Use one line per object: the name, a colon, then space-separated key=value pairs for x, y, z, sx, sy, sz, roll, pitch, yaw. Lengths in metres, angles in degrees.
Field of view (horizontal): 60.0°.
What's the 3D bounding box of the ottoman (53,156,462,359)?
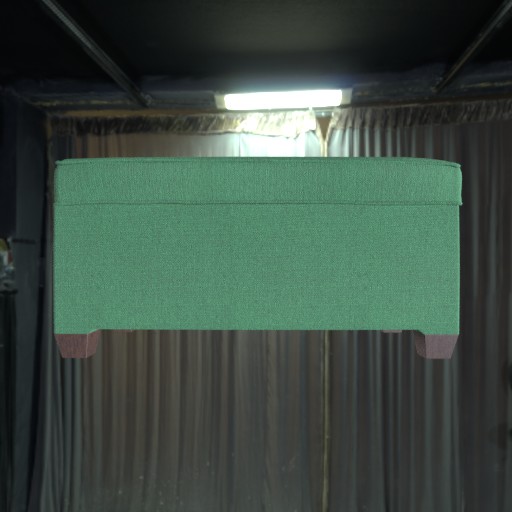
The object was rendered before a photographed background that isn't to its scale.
ottoman: x=0.000 y=0.000 z=1.215 sx=0.957 sy=0.471 sz=0.483 roll=0 pitch=0 yaw=1
